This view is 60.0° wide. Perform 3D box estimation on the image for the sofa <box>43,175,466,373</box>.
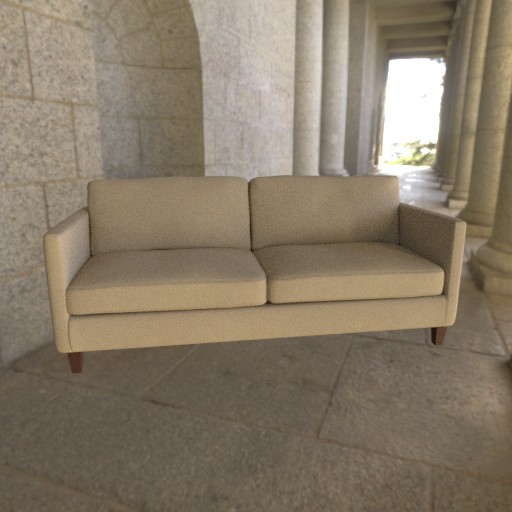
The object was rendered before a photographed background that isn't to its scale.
[{"bbox_3d":[0.000,0.000,2.700,2.181,0.932,0.948,-2,15,-9],"label":"sofa"}]
